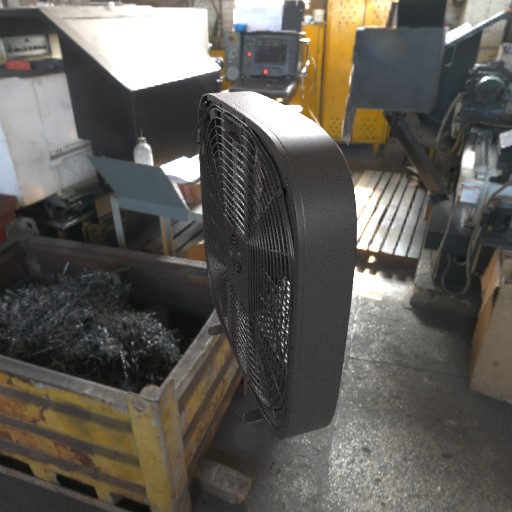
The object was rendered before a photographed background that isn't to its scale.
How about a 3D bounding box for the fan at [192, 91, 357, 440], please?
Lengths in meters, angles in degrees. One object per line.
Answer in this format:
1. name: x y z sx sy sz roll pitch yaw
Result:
1. fan: 0.000 0.000 0.811 0.142 0.533 0.526 -10 31 -17
